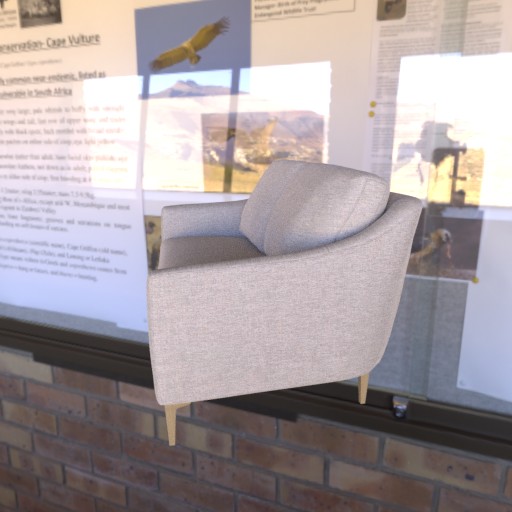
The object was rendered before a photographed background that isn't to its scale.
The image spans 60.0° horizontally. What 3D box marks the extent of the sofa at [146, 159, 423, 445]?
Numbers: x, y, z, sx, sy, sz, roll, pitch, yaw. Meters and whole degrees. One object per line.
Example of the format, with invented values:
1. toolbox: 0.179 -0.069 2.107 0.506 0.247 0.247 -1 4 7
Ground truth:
1. sofa: 0.000 0.000 2.163 0.960 0.904 1.619 -2 14 -10
